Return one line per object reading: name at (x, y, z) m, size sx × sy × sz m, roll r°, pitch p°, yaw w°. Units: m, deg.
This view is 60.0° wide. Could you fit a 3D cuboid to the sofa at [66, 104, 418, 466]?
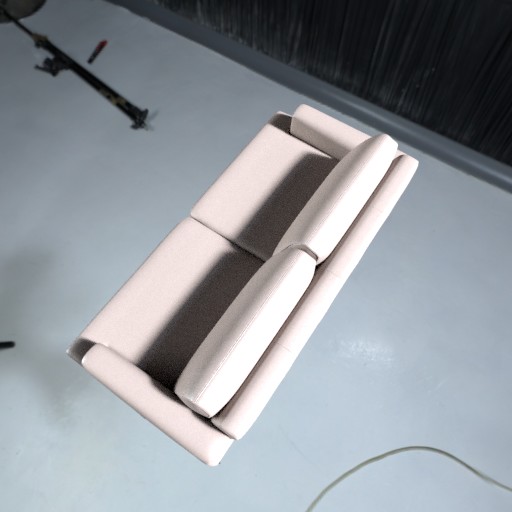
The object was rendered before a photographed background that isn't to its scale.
sofa at (0.000, 0.000, 2.390) m, size 0.974 × 0.765 × 1.940 m, roll 32°, pitch 68°, yaw 15°
